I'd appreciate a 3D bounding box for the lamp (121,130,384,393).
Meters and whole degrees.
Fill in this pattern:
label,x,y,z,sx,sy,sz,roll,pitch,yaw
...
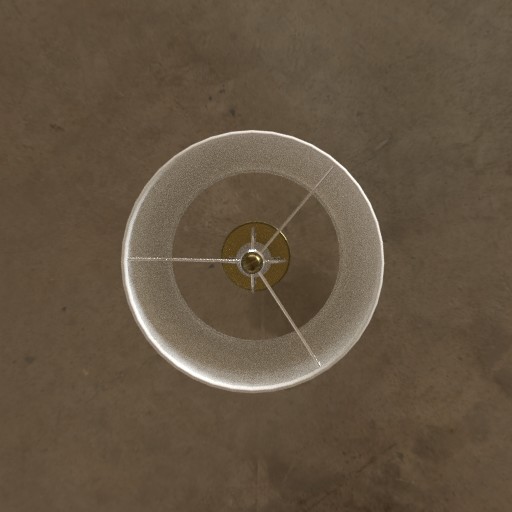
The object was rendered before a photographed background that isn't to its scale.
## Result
label,x,y,z,sx,sy,sz,roll,pitch,yaw
lamp,0.000,0.000,0.817,0.305,0.634,0.305,0,91,1
